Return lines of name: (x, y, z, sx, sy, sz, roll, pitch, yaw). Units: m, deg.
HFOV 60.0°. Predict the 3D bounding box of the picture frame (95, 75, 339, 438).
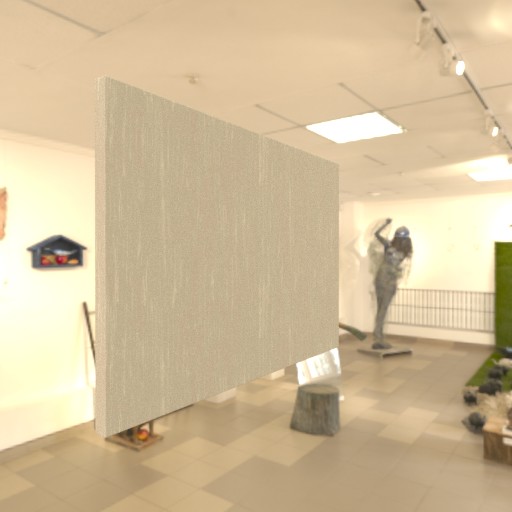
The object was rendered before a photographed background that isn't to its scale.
picture frame: (0.000, 0.000, 1.176, 0.029, 0.640, 0.950, 0, 0, 36)
